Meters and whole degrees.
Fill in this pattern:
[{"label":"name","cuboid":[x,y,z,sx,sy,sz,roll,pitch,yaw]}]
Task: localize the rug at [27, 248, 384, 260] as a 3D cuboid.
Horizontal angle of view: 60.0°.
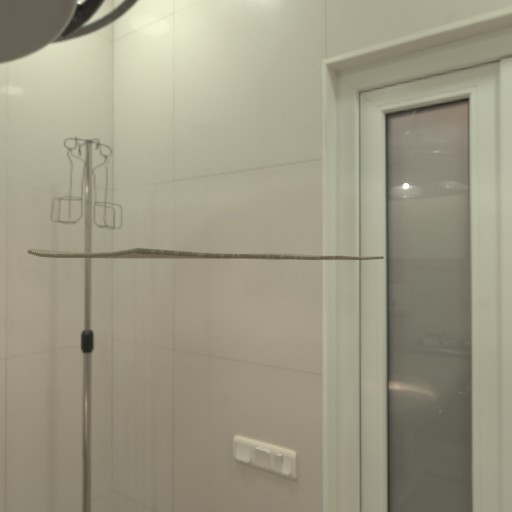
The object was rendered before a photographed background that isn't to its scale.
[{"label":"rug","cuboid":[0.000,0.000,2.721,0.752,0.051,2.452,0,-1,35]}]
